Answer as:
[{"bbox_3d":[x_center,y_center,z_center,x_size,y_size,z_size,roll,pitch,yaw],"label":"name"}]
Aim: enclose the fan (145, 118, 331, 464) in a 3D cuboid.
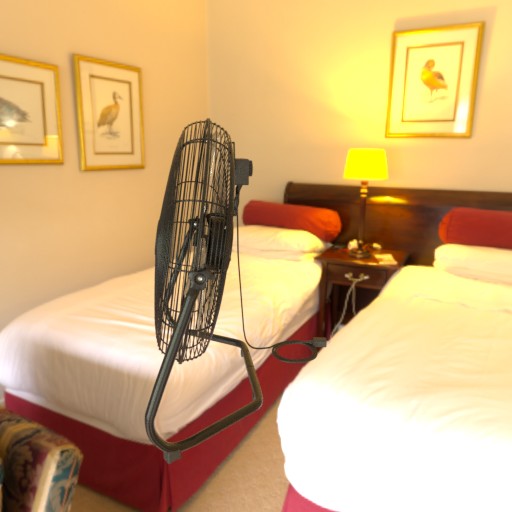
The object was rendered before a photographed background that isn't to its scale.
[{"bbox_3d":[0.000,0.000,0.921,0.424,0.546,0.555,-2,14,-8],"label":"fan"}]
